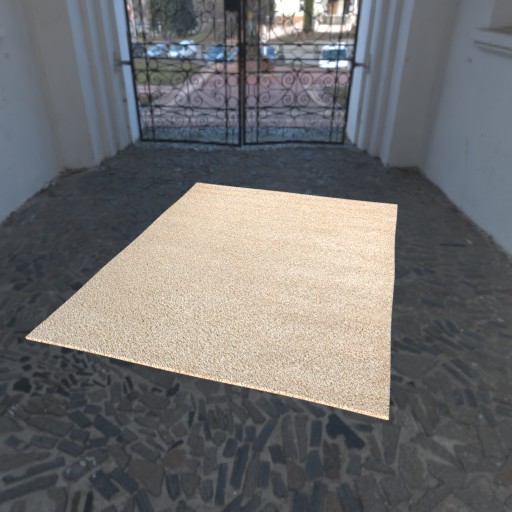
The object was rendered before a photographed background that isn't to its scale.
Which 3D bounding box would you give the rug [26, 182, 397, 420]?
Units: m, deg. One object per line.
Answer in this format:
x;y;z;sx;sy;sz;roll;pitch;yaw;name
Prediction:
0.000;0.000;3.977;2.400;0.026;3.000;8;32;14;rug
